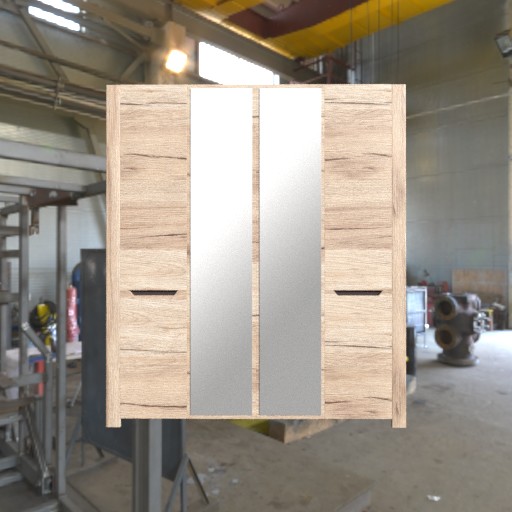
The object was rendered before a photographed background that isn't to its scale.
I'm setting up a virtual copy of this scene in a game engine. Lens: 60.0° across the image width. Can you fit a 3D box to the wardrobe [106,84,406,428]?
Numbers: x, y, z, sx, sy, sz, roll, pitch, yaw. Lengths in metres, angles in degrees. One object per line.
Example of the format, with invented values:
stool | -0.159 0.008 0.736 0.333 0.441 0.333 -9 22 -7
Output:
wardrobe | 0.000 0.000 2.957 1.810 2.070 0.580 0 0 0
